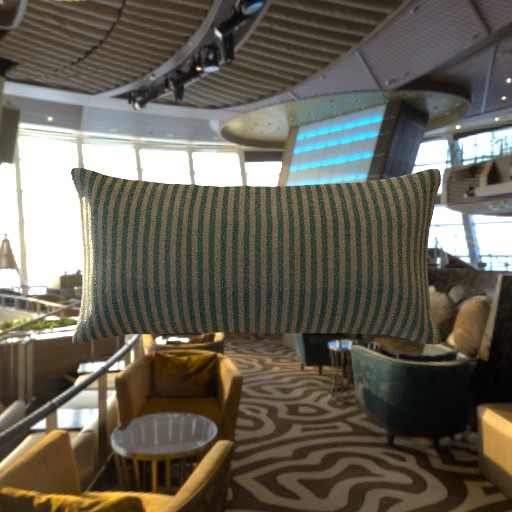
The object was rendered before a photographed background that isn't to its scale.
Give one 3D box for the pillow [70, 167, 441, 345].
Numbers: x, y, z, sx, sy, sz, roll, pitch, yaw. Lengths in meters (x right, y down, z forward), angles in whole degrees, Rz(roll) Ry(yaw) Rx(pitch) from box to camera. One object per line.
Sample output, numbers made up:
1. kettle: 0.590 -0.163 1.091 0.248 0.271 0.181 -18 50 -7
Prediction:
1. pillow: 0.000 0.000 0.740 0.617 0.295 0.151 0 0 0
